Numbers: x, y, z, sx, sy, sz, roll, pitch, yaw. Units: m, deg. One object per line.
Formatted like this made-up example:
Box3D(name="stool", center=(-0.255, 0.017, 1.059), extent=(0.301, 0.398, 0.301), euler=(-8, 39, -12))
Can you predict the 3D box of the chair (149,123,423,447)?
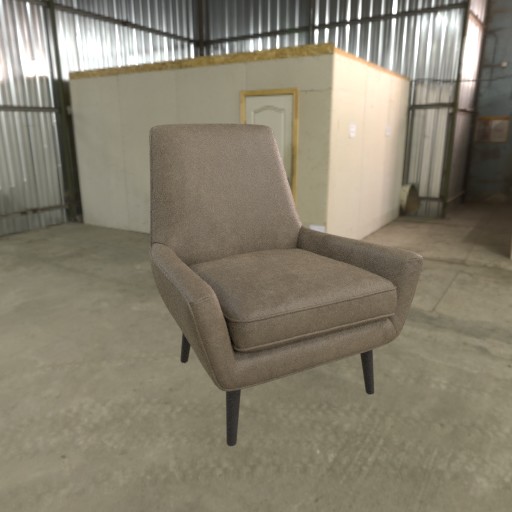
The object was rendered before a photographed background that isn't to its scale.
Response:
Box3D(name="chair", center=(0.000, 0.000, 1.548), extent=(0.787, 0.888, 0.824), euler=(-9, 19, -28))
